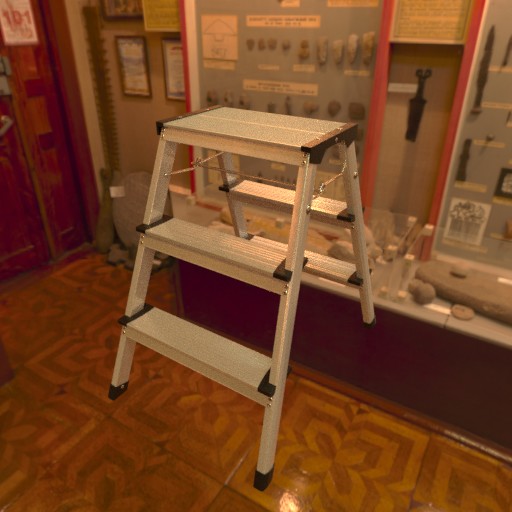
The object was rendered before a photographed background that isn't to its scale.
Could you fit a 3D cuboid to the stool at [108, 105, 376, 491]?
[{"bbox_3d":[0.000,0.000,1.022,0.437,0.605,0.622,18,34,28],"label":"stool"}]
